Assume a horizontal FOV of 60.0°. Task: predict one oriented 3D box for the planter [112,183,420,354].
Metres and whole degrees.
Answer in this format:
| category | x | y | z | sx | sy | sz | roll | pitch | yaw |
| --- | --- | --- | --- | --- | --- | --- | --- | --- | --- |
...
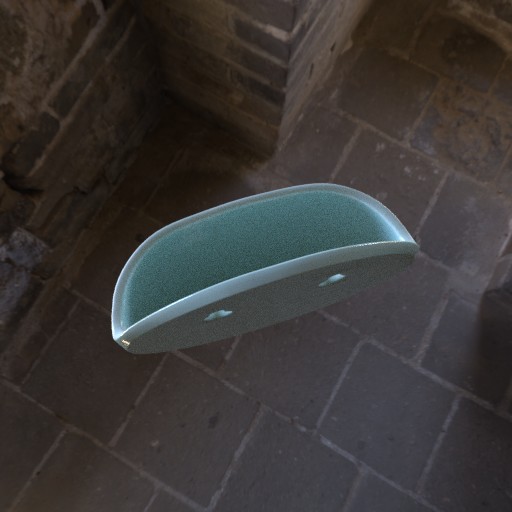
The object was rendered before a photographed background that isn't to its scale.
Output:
| category | x | y | z | sx | sy | sz | roll | pitch | yaw |
| --- | --- | --- | --- | --- | --- | --- | --- | --- | --- |
| planter | 0.000 | 0.000 | 0.281 | 0.189 | 0.164 | 0.073 | -17 | 75 | -5 |
